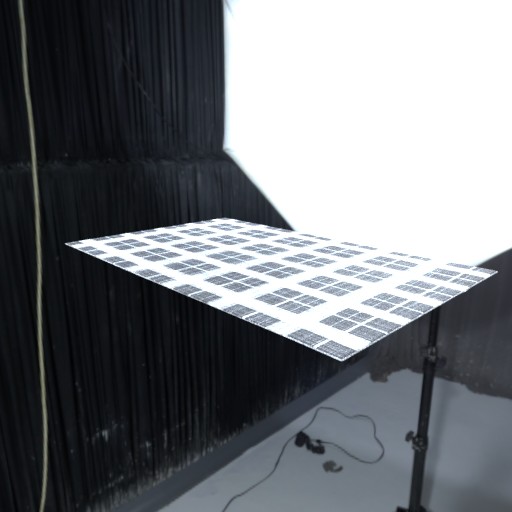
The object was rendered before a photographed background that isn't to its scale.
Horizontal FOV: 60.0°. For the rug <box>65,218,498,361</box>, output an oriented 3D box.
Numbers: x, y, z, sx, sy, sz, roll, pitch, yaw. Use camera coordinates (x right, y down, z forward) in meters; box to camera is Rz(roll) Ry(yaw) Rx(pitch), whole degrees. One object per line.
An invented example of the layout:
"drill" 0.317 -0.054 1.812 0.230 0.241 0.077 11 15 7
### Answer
"rug" 0.000 0.000 2.880 1.520 0.015 2.434 -14 20 -42
